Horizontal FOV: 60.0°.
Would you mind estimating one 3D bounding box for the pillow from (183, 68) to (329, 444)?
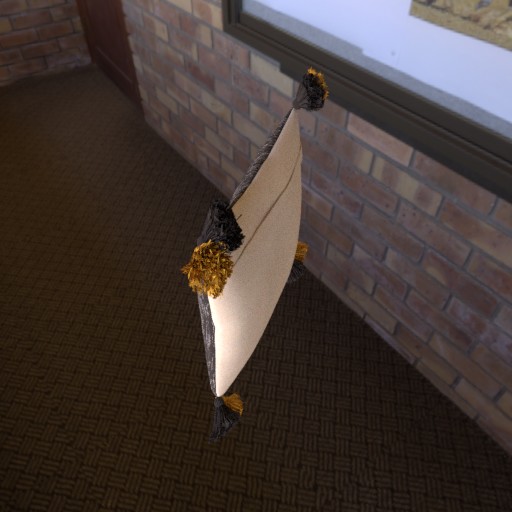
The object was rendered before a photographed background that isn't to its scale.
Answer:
[{"bbox_3d":[0.000,0.000,0.988,0.139,0.659,0.654,16,49,15],"label":"pillow"}]
